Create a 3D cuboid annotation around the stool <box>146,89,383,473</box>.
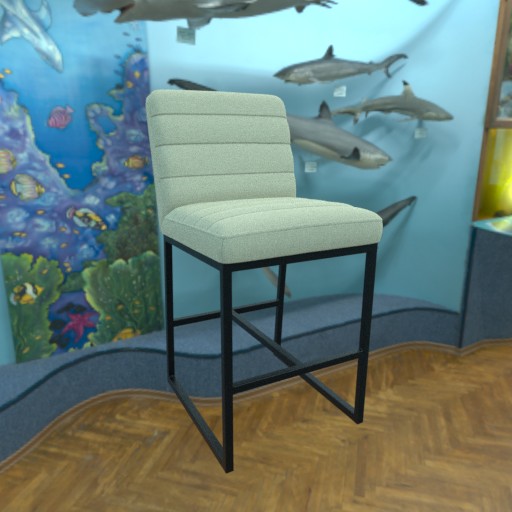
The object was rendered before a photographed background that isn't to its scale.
[{"bbox_3d":[0.000,0.000,1.290,0.460,0.940,0.560,-8,17,-27],"label":"stool"}]
